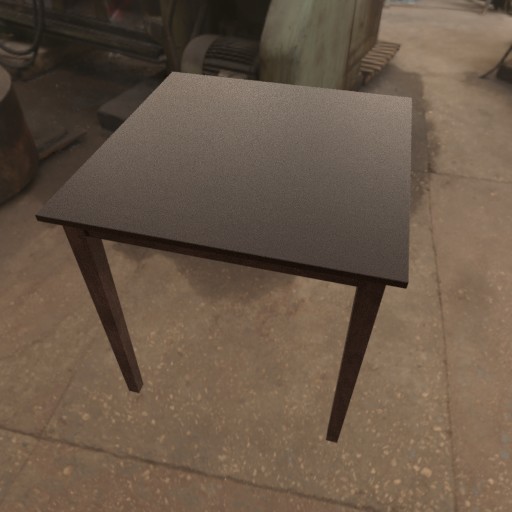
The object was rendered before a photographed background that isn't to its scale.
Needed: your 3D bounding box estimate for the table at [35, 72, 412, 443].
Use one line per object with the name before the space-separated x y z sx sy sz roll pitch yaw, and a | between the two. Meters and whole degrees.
table | 0.000 0.000 1.375 0.749 0.770 0.749 10 46 10
